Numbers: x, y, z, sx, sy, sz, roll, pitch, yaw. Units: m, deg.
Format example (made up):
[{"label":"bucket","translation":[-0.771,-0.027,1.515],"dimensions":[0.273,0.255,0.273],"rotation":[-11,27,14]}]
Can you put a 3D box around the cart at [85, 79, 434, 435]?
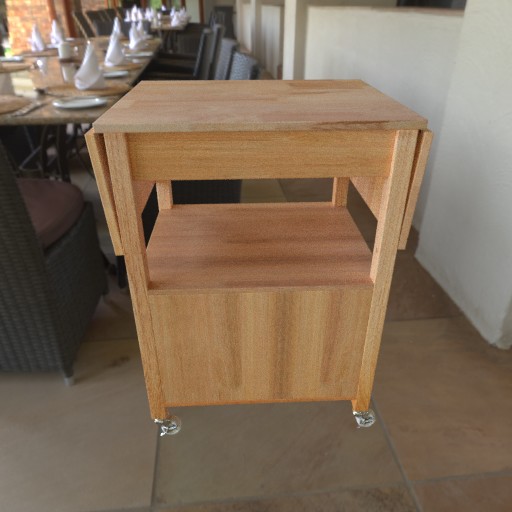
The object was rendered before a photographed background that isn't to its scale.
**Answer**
[{"label":"cart","translation":[0.000,0.000,1.220],"dimensions":[0.640,0.838,0.508],"rotation":[-1,30,-2]}]
